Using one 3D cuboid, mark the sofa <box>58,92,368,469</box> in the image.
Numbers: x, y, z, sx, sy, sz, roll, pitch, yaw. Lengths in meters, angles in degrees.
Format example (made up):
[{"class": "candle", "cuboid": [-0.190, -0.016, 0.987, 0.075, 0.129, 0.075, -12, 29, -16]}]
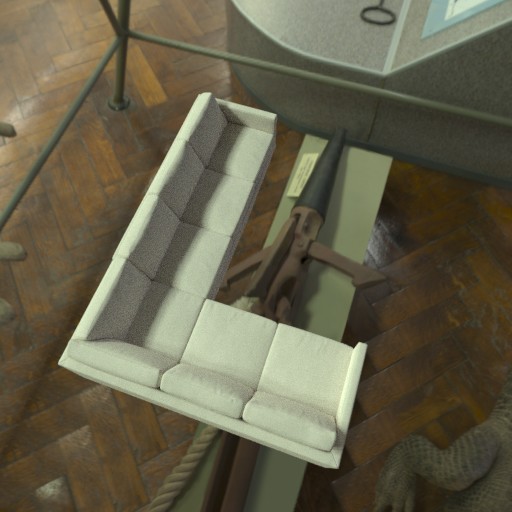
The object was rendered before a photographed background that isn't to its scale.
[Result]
[{"class": "sofa", "cuboid": [0.000, 0.000, 4.367, 2.432, 0.863, 3.182, 17, 66, 8]}]
